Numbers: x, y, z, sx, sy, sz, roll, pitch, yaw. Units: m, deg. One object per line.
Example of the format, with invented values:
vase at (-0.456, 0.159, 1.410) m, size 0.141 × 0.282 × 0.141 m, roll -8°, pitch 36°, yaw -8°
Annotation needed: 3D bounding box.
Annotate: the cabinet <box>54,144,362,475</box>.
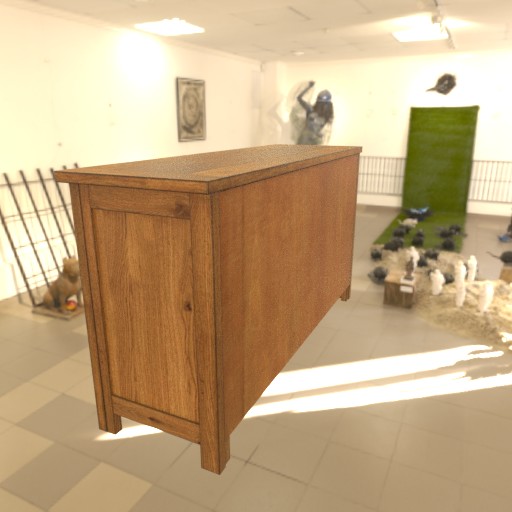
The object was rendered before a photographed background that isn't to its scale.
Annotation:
cabinet at (0.000, 0.000, 1.820) m, size 0.480 × 0.813 × 1.474 m, roll 8°, pitch 19°, yaw 25°
